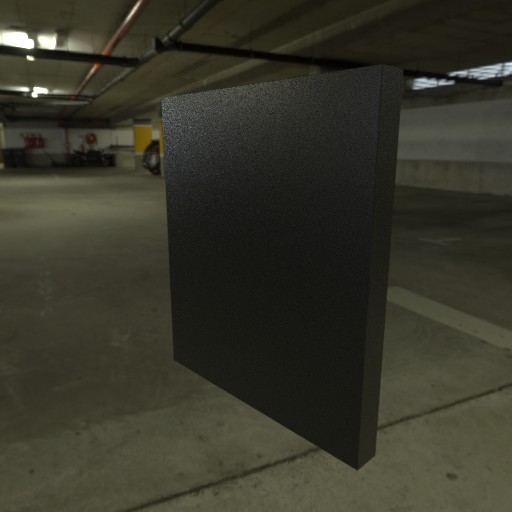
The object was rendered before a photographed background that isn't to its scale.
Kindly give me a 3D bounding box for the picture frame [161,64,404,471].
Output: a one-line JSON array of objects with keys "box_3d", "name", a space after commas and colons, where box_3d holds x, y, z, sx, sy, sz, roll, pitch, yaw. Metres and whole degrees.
[{"box_3d": [0.000, 0.000, 0.524, 0.034, 0.378, 0.328, -13, 18, -42], "name": "picture frame"}]
